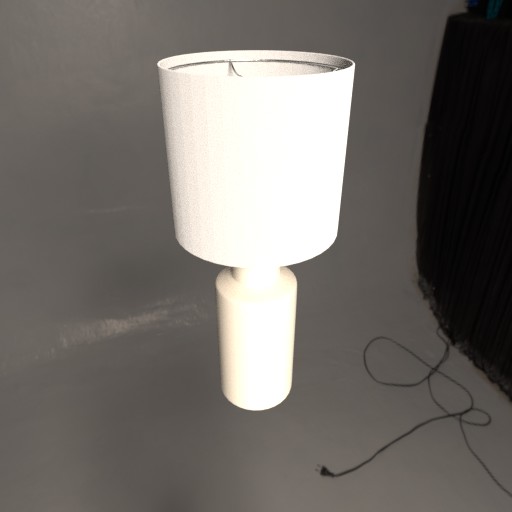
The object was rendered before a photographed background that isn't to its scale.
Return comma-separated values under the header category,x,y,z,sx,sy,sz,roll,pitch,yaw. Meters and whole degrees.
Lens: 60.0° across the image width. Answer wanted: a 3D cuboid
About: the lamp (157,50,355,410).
category,x,y,z,sx,sy,sz,roll,pitch,yaw
lamp,0.000,0.000,0.608,0.212,0.493,0.212,-10,32,-16
